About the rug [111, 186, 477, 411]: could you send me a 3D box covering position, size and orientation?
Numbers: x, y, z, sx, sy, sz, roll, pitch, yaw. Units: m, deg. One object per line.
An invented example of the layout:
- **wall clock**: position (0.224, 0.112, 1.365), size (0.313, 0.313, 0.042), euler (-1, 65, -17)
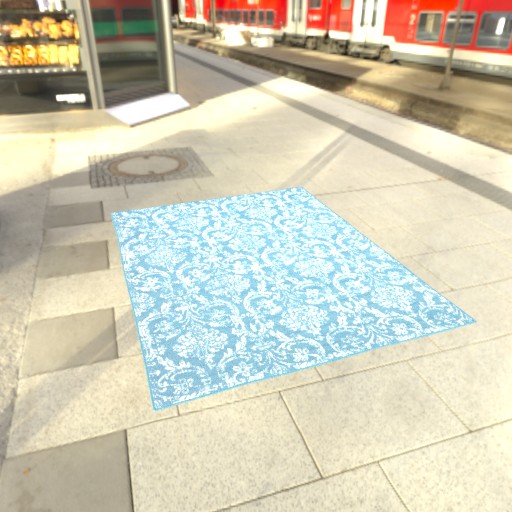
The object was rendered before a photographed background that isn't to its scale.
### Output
- **rug**: position (0.000, 0.000, 4.112), size (2.363, 0.012, 2.980), euler (-10, 31, -18)
